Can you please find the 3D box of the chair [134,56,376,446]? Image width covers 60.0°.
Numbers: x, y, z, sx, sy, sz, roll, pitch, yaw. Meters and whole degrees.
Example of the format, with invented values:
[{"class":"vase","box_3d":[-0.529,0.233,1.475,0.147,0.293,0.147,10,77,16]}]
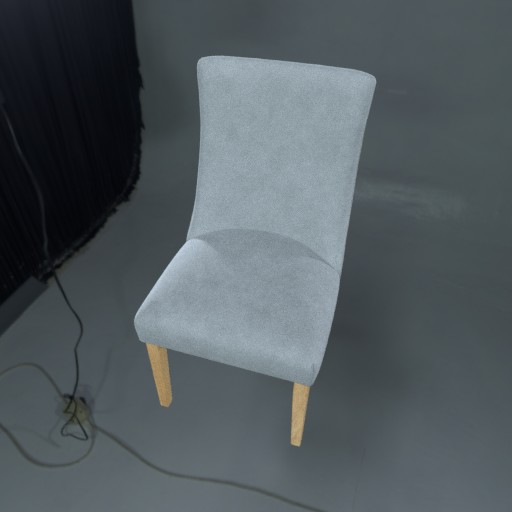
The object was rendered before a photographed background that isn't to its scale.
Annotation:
[{"class":"chair","box_3d":[0.000,0.000,1.264,0.495,0.902,0.610,12,43,13]}]
